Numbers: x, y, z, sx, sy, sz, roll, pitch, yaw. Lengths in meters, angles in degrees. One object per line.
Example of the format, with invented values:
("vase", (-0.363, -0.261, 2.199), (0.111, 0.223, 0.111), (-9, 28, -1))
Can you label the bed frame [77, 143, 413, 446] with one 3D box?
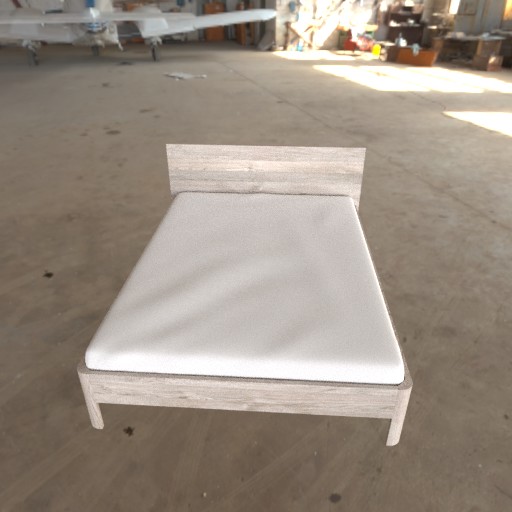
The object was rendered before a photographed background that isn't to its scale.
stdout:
("bed frame", (0.000, 0.000, 2.676), (1.490, 0.800, 1.950), (2, 30, 3))
